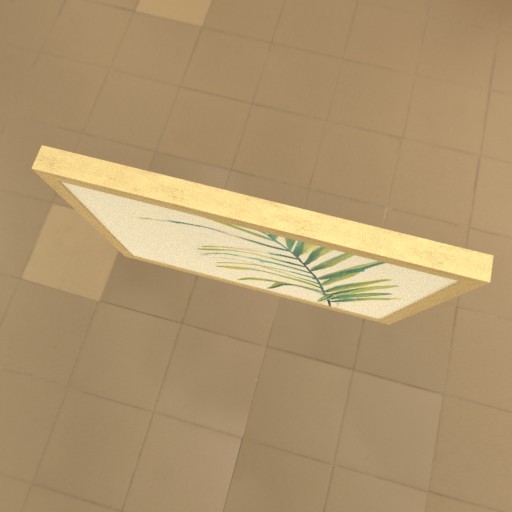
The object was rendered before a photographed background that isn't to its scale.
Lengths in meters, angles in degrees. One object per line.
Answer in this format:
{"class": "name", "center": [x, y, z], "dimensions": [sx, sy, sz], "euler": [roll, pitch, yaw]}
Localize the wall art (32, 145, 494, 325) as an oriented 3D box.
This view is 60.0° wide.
{"class": "wall art", "center": [0.000, 0.000, 0.685], "dimensions": [0.532, 0.380, 0.032], "euler": [14, 75, 4]}
